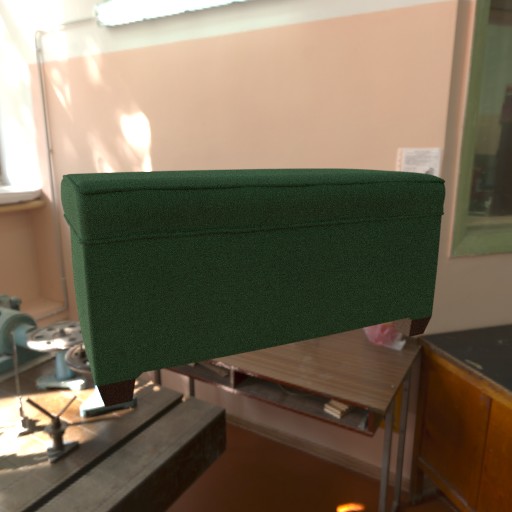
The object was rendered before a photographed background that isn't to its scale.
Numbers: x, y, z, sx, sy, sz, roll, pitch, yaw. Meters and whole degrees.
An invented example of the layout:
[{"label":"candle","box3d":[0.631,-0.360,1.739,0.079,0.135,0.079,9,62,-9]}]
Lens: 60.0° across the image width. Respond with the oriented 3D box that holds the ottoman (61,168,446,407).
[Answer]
[{"label":"ottoman","box3d":[0.000,0.000,1.228,0.957,0.471,0.483,-6,15,-25]}]
